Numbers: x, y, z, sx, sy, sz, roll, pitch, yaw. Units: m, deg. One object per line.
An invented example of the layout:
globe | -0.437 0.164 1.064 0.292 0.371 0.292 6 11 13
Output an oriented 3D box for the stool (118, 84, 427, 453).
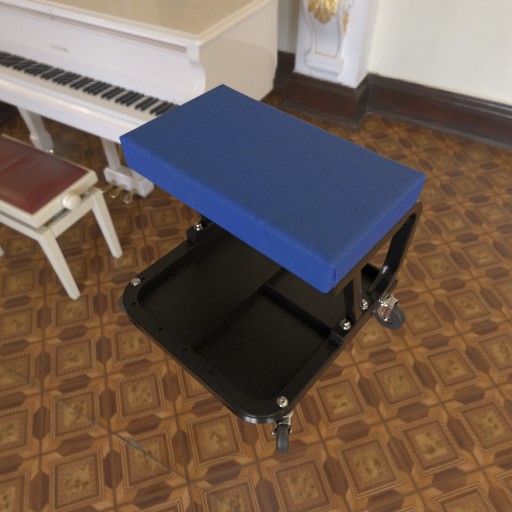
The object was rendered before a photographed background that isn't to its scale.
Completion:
stool | 0.000 0.000 0.724 0.446 0.380 0.371 33 56 26
